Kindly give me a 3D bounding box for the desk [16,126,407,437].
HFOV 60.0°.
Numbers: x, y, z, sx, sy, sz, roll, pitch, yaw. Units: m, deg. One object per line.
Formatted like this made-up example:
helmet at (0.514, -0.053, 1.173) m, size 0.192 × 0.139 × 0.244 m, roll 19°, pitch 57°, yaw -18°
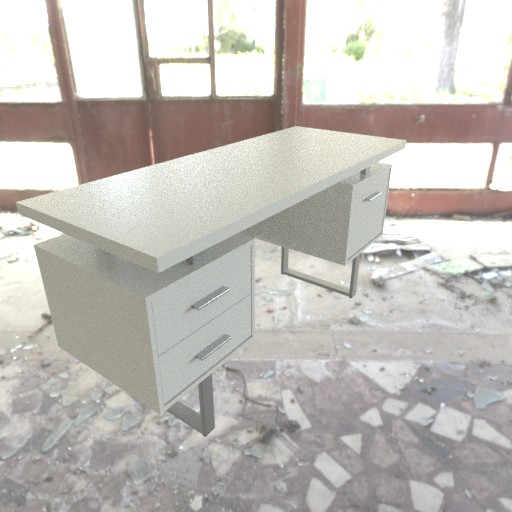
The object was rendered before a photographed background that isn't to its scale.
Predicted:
desk at (0.000, 0.000, 1.844) m, size 0.603 × 0.773 × 1.530 m, roll 18°, pitch 32°, yaw 33°
